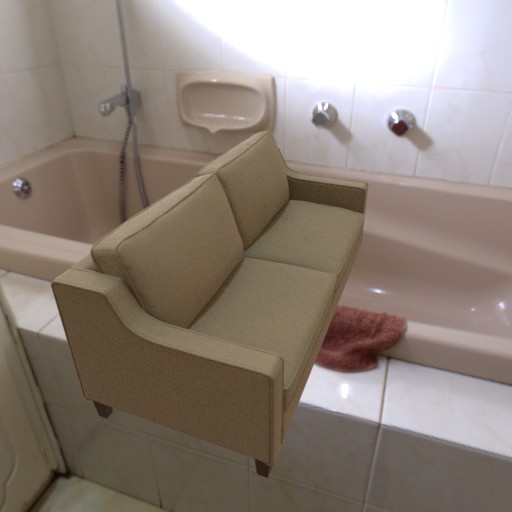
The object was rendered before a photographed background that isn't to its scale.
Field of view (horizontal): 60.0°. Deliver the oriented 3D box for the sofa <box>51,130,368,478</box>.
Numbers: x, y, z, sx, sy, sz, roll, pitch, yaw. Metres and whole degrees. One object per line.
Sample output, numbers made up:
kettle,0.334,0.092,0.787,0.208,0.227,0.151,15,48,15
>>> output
sofa,0.000,0.000,2.796,1.066,1.071,2.178,11,32,19
